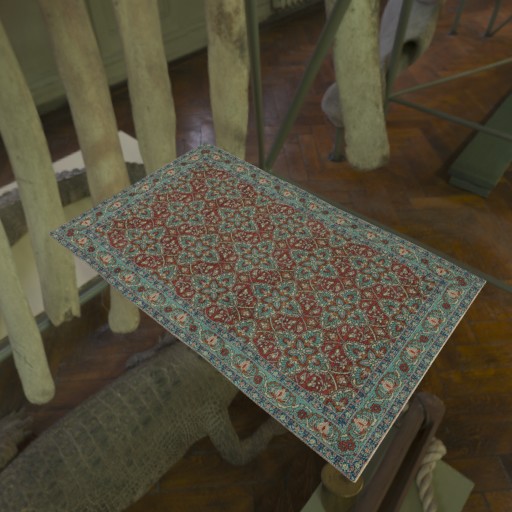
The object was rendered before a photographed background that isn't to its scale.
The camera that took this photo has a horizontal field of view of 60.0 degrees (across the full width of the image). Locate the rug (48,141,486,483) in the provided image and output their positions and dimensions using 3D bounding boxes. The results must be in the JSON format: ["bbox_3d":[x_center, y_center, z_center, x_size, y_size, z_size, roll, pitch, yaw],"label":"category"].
[{"bbox_3d":[0.000,0.000,2.882,2.439,0.011,1.533,32,54,27],"label":"rug"}]
